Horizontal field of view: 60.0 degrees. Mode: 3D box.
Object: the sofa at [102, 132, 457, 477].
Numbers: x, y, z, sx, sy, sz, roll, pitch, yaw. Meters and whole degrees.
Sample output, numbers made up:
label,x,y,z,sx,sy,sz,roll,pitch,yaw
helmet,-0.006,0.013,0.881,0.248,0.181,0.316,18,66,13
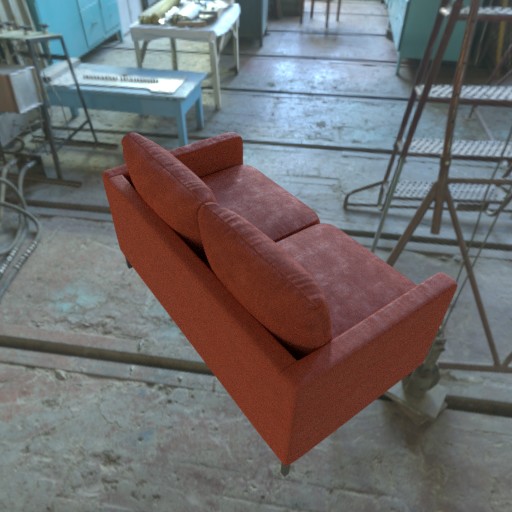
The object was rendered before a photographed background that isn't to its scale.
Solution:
label,x,y,z,sx,sy,sz,roll,pitch,yaw
sofa,0.000,0.000,2.144,0.864,0.896,1.574,-26,48,-26
